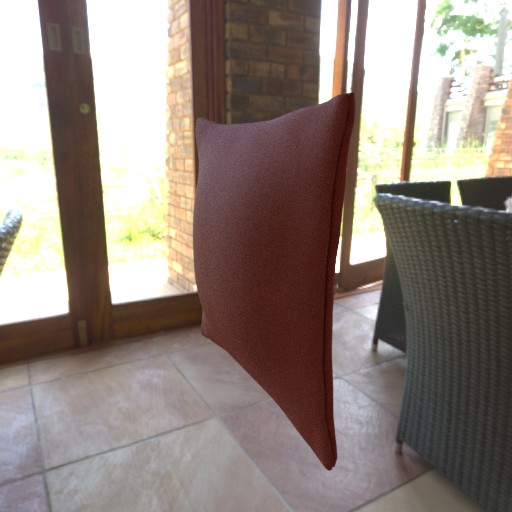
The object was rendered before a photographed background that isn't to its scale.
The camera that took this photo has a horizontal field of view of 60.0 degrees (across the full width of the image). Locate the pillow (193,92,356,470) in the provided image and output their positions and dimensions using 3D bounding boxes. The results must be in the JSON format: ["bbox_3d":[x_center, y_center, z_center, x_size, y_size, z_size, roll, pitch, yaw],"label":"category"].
[{"bbox_3d":[0.000,0.000,0.655,0.151,0.416,0.435,-7,15,-26],"label":"pillow"}]
